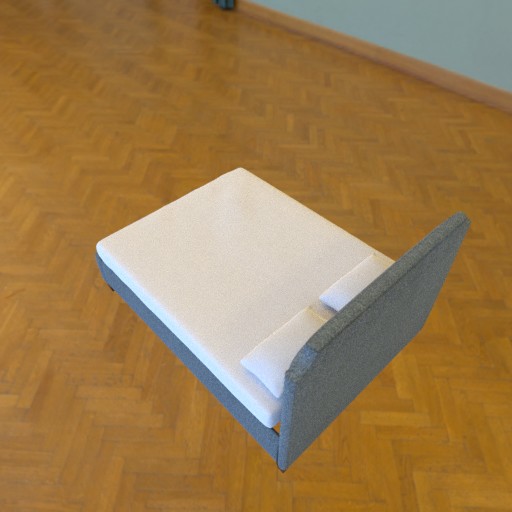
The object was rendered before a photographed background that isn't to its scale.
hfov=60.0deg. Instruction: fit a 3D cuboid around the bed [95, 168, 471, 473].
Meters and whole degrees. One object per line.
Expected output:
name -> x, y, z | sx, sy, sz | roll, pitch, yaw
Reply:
bed -> 0.000, 0.000, 3.488 | 1.712, 1.443, 2.372 | -34, 54, -29
